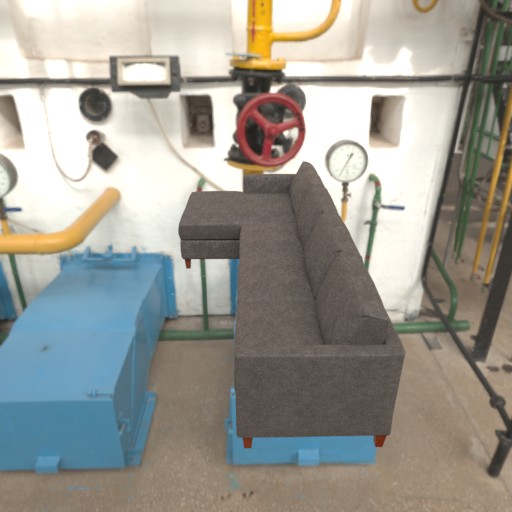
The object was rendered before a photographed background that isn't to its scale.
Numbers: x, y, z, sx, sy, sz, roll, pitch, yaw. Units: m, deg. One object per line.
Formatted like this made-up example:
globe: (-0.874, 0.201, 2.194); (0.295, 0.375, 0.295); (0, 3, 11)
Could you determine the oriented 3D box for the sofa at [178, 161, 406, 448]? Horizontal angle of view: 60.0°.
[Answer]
sofa: (0.000, 0.000, 4.011); (1.606, 0.954, 3.471); (0, 26, -1)
